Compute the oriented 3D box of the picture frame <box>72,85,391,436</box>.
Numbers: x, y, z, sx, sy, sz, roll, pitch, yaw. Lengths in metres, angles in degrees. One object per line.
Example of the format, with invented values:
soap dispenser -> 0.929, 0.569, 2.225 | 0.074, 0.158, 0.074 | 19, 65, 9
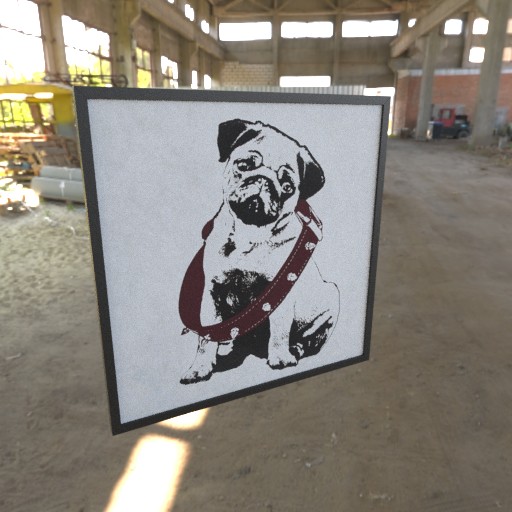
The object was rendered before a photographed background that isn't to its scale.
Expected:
picture frame -> 0.000, 0.000, 1.115 | 0.775, 0.775, 0.032 | -8, 19, -26
